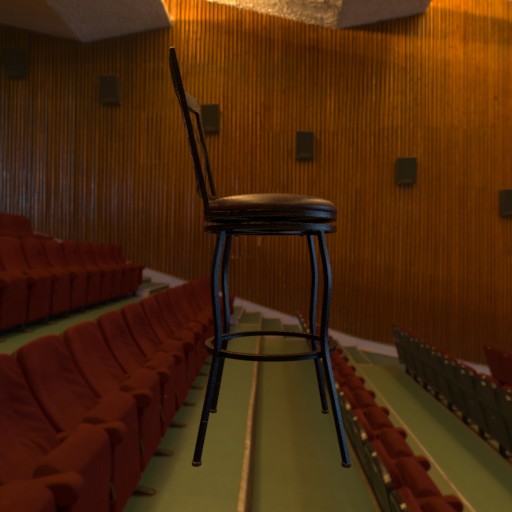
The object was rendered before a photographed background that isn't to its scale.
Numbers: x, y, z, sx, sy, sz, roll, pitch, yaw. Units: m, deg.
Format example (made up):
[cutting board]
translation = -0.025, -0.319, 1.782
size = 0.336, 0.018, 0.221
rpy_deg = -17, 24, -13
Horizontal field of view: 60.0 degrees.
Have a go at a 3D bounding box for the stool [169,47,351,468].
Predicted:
[stool]
translation = 0.000, 0.000, 1.403
size = 0.521, 1.134, 0.432
rpy_deg = 0, 0, 1
